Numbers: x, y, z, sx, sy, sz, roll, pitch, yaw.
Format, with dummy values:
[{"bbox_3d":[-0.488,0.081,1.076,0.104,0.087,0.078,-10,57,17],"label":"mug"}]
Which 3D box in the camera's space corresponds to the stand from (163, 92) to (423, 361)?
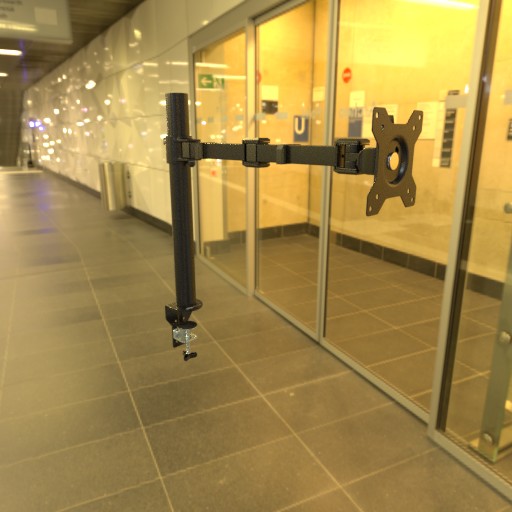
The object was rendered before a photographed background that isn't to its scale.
[{"bbox_3d":[0.000,0.000,0.706,0.456,0.510,0.115,15,21,43],"label":"stand"}]
